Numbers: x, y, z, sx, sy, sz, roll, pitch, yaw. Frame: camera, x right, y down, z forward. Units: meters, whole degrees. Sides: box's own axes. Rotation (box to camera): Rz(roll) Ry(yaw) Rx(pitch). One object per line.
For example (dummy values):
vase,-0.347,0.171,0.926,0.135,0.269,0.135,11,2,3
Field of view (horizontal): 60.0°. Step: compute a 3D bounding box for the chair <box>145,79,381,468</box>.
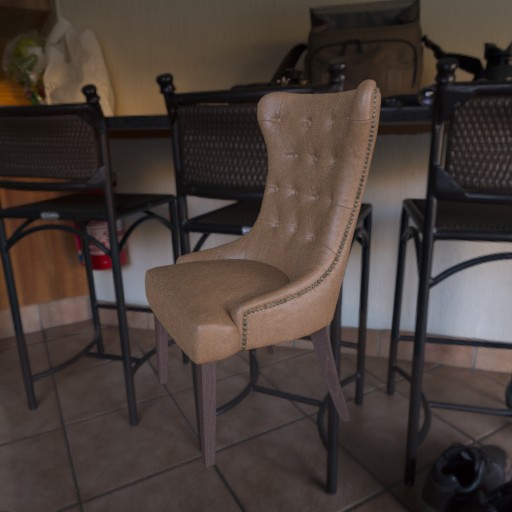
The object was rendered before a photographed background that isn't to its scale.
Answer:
chair,0.000,0.000,1.467,0.669,1.065,0.611,-8,18,-26
